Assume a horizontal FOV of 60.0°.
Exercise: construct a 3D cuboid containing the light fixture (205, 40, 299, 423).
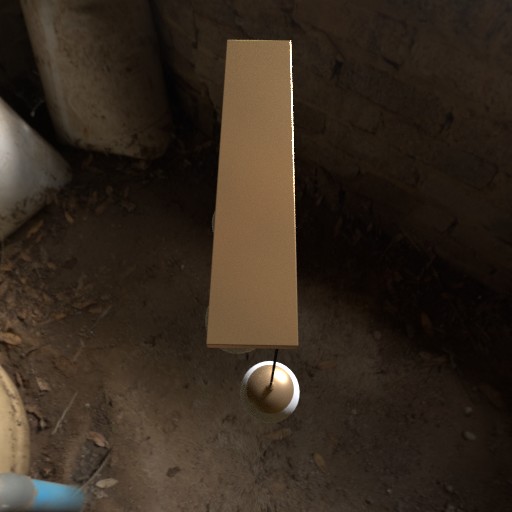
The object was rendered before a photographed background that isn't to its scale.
[{"bbox_3d":[0.000,0.000,1.313,0.299,0.869,0.863,1,64,0],"label":"light fixture"}]
